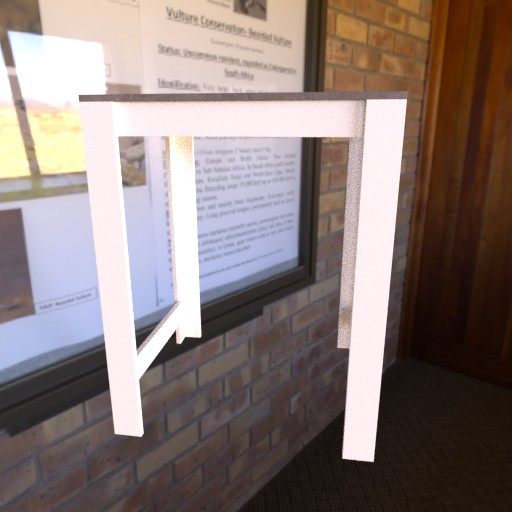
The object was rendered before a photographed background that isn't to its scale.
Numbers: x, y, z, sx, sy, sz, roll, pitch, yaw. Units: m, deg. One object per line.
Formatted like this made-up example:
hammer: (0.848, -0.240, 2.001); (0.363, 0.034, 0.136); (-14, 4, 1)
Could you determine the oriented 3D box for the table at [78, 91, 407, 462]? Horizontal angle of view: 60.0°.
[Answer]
table: (0.000, 0.000, 1.536); (0.800, 1.020, 0.700); (3, 17, 8)
